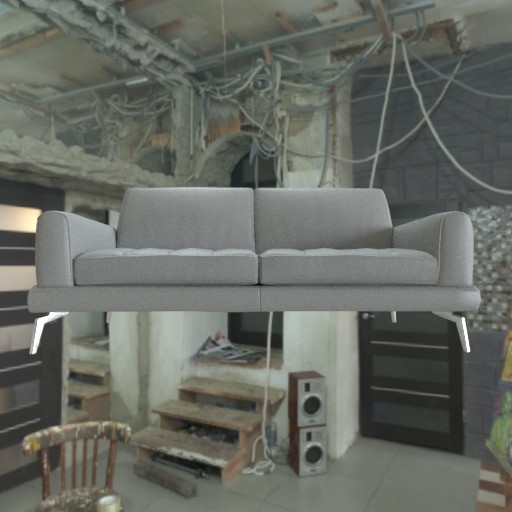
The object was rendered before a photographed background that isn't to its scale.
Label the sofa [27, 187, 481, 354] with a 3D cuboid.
[{"bbox_3d":[0.000,0.000,2.615,2.177,0.930,1.121,0,-1,-1],"label":"sofa"}]
